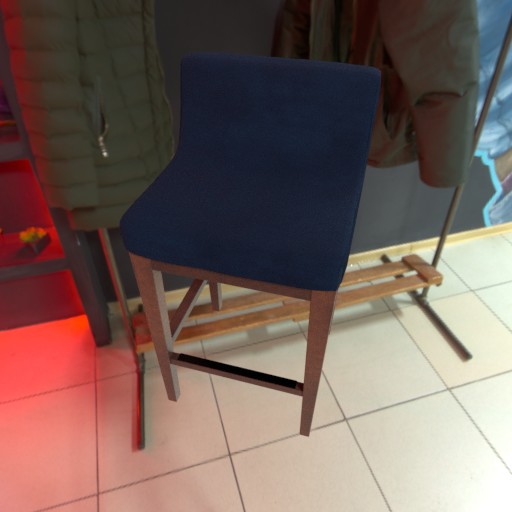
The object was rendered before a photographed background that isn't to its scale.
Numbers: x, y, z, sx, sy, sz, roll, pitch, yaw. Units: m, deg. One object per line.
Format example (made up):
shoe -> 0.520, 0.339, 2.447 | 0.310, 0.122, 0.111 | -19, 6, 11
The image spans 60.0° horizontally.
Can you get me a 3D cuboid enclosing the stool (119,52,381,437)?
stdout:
stool -> 0.000, 0.000, 1.249 | 0.511, 0.945, 0.516 | 10, 41, 12
